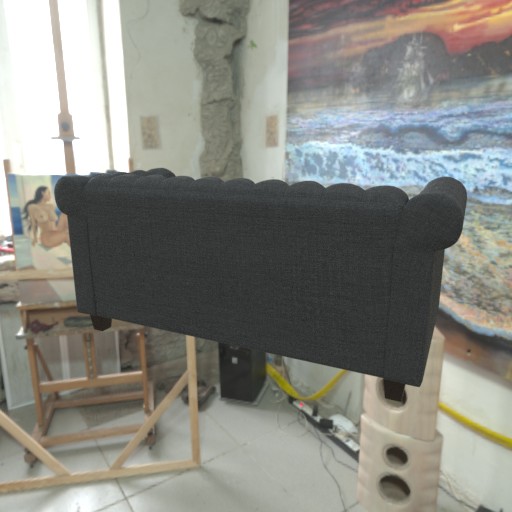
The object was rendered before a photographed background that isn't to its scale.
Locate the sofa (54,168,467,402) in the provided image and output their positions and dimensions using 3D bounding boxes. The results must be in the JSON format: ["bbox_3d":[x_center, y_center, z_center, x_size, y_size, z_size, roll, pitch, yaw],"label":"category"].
[{"bbox_3d":[0.000,0.000,2.163,1.798,0.797,0.783,7,16,25],"label":"sofa"}]
